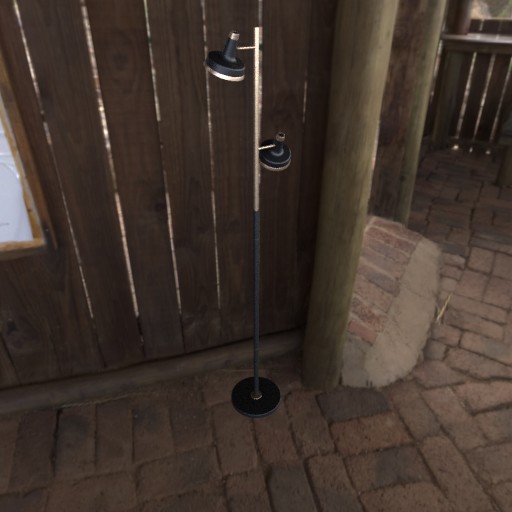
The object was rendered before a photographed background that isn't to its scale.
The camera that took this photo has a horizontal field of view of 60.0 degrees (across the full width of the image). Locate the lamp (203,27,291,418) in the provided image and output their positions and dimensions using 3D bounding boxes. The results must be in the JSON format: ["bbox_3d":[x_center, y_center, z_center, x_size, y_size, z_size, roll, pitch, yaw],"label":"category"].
[{"bbox_3d":[0.000,0.000,1.822,0.351,1.674,0.253,-20,36,-30],"label":"lamp"}]
